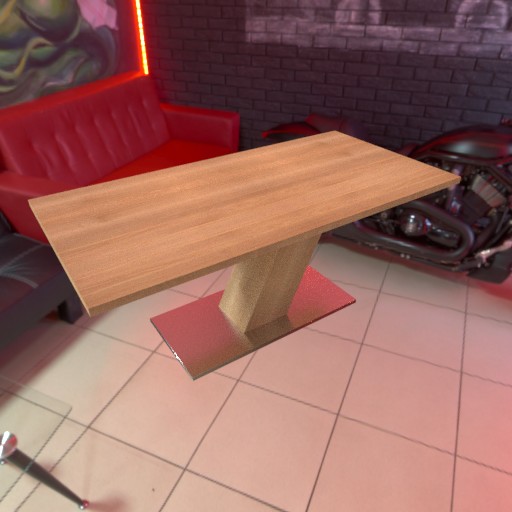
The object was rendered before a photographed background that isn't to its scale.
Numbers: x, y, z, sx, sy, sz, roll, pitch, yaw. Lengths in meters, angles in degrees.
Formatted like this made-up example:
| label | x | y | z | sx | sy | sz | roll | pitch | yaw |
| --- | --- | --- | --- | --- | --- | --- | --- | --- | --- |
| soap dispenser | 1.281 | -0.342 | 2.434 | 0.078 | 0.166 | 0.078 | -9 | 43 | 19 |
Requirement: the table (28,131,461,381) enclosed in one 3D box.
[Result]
| label | x | y | z | sx | sy | sz | roll | pitch | yaw |
| --- | --- | --- | --- | --- | --- | --- | --- | --- | --- |
| table | 0.000 | 0.000 | 2.250 | 1.800 | 0.750 | 0.900 | -20 | 38 | -28 |
